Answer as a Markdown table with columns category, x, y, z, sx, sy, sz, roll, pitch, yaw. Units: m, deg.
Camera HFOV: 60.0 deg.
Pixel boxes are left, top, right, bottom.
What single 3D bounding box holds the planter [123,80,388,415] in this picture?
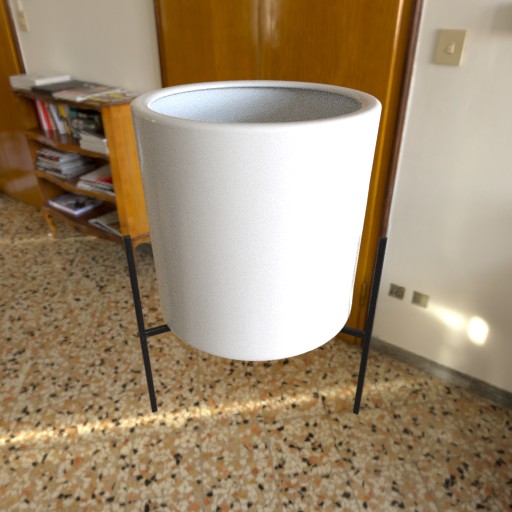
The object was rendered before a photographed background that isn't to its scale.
| category | x | y | z | sx | sy | sz | roll | pitch | yaw |
| --- | --- | --- | --- | --- | --- | --- | --- | --- | --- |
| planter | 0.000 | 0.000 | 0.623 | 0.307 | 0.431 | 0.308 | 0 | 29 | 1 |
